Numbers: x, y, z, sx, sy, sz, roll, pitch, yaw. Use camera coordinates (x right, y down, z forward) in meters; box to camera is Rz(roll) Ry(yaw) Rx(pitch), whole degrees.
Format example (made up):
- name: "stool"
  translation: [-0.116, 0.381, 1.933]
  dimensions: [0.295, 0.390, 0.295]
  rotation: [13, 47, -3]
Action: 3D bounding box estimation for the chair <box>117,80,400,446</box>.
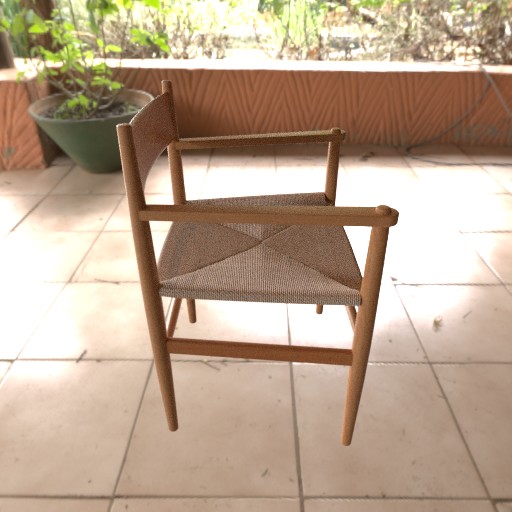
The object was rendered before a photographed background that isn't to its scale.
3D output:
- name: "chair"
  translation: [0.000, 0.000, 1.113]
  dimensions: [0.495, 0.762, 0.556]
  rotation: [0, 31, 0]
